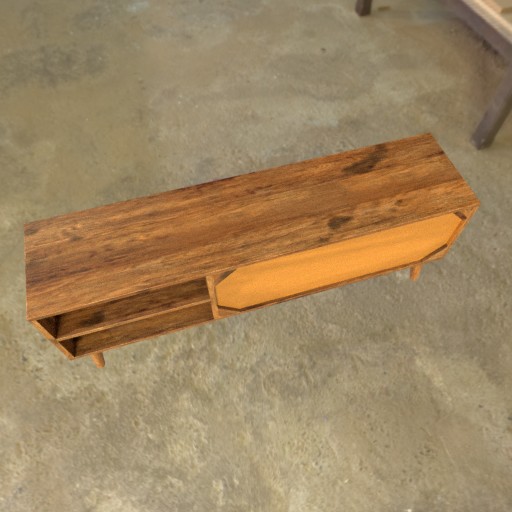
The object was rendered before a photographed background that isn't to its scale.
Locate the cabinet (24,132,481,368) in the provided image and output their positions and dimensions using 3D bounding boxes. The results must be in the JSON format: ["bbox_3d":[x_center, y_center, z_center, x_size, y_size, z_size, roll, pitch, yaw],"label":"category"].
[{"bbox_3d":[0.000,0.000,1.667,1.448,0.528,0.349,-14,59,-9],"label":"cabinet"}]
